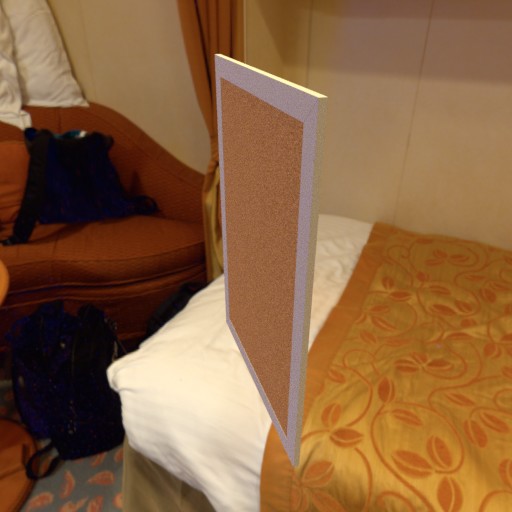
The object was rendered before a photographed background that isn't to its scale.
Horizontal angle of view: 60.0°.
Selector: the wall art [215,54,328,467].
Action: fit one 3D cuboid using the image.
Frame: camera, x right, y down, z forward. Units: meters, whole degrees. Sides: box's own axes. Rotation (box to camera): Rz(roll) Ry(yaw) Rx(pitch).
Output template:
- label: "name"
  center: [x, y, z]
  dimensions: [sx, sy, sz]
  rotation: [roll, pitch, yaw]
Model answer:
- label: "wall art"
  center: [0.000, 0.000, 0.843]
  dimensions: [0.011, 0.659, 0.454]
  rotation: [-10, 32, -17]
